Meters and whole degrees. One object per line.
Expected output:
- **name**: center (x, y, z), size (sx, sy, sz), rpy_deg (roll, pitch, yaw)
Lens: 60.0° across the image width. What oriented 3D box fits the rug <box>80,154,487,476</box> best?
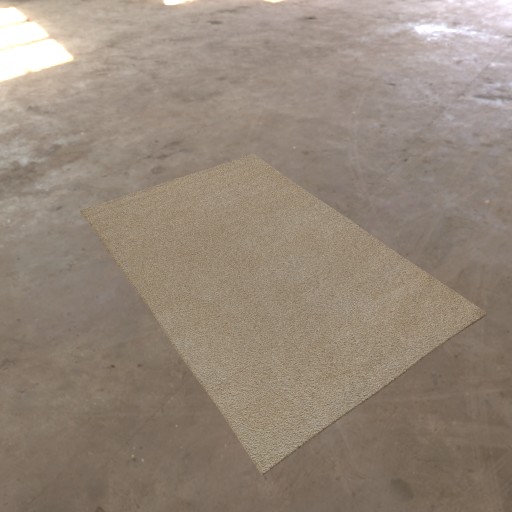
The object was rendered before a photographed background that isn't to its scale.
- **rug**: center (0.000, 0.000, 3.350), size (1.800, 0.025, 2.699), rpy_deg (-24, 46, -26)
